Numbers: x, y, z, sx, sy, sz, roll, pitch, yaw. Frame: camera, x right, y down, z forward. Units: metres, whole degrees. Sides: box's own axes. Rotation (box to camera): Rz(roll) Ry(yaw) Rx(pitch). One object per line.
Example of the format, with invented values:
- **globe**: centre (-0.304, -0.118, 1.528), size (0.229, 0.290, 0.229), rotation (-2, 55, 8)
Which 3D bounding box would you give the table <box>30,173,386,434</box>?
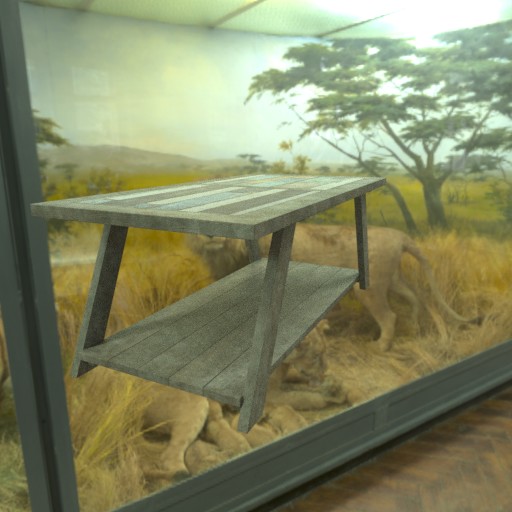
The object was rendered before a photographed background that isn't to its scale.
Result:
- **table**: centre (0.000, 0.000, 1.526), size (0.610, 0.470, 1.219), rotation (7, 16, 26)
